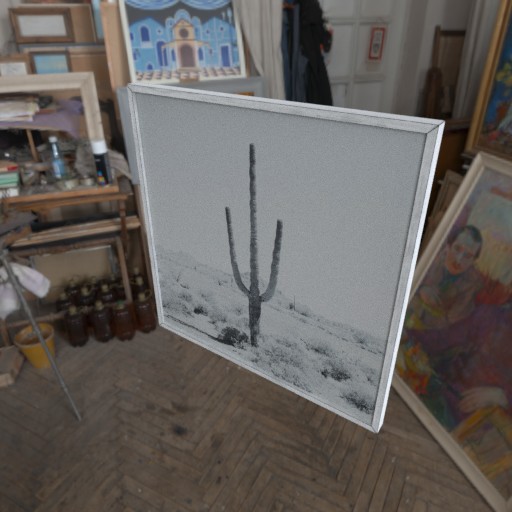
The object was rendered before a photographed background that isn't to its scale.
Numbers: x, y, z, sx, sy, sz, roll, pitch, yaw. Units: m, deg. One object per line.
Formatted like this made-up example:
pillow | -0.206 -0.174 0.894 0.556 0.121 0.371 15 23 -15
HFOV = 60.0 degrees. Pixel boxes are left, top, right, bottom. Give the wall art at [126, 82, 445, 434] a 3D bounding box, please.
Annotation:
wall art | 0.000 0.000 1.123 0.762 0.762 0.038 19 35 30
